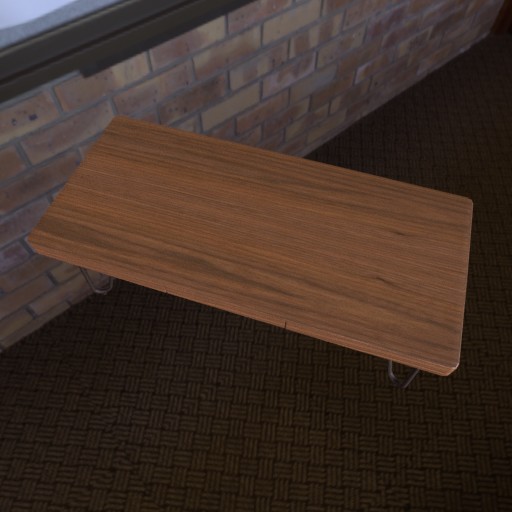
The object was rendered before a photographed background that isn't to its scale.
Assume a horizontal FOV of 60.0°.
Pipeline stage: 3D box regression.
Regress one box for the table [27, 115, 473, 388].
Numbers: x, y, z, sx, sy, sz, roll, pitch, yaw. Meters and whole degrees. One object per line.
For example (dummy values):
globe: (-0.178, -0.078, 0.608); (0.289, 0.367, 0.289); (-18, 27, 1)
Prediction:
table: (0.000, 0.000, 1.680); (1.375, 0.468, 0.637); (16, 59, 9)
